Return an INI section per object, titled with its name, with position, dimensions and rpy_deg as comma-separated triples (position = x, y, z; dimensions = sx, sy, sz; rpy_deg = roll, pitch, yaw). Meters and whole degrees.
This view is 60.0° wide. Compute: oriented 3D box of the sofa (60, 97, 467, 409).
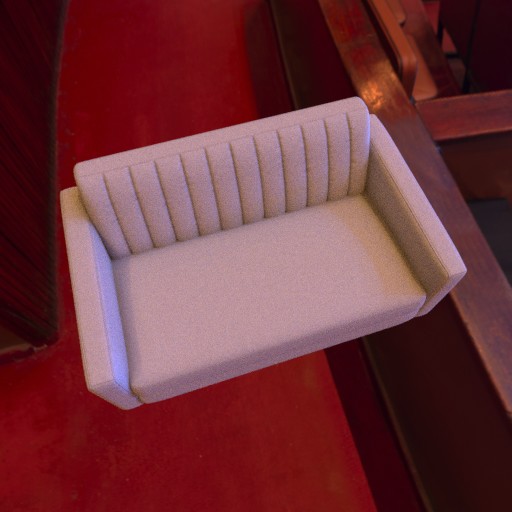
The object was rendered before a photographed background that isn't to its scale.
[sofa]
position = 0.000, 0.000, 2.130
dimensions = 1.585, 0.801, 0.950
rpy_deg = -16, 64, -8
